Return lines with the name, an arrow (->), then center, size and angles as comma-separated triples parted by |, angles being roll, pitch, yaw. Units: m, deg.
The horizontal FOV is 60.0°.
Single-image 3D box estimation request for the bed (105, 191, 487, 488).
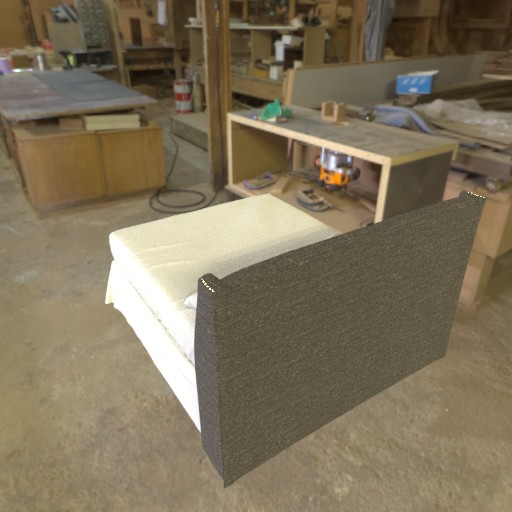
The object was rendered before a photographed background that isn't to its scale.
bed -> 0.000, 0.000, 3.374 | 1.925, 1.332, 2.276 | -18, 34, -29
